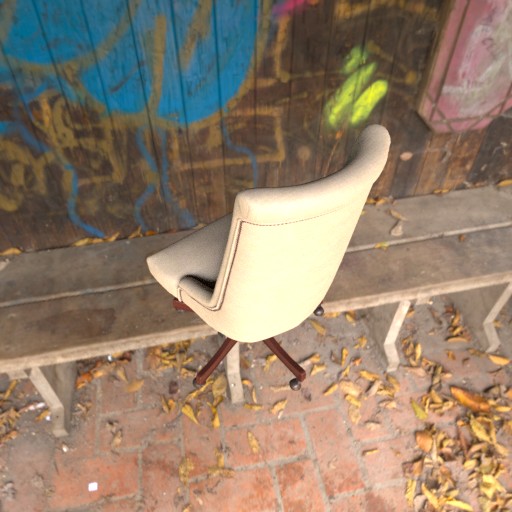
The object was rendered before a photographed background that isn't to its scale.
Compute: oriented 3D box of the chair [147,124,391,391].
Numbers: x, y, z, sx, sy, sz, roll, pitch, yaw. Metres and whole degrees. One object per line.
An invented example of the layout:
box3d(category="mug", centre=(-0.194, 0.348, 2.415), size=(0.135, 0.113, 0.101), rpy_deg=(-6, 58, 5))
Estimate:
box3d(category="chair", centre=(0.000, 0.000, 1.485), size=(0.645, 1.010, 0.696), rpy_deg=(-31, 54, -27))
